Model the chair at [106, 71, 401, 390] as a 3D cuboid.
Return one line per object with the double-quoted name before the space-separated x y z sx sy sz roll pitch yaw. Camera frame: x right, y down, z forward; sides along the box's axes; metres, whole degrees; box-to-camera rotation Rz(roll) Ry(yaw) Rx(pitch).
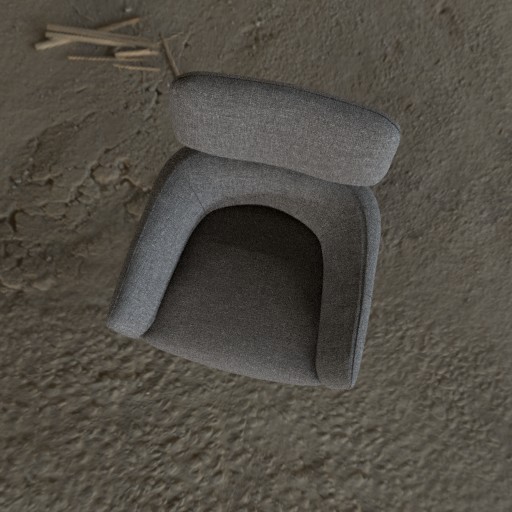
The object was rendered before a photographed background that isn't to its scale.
"chair" 0.000 0.000 1.375 0.706 0.812 0.715 13 75 4
